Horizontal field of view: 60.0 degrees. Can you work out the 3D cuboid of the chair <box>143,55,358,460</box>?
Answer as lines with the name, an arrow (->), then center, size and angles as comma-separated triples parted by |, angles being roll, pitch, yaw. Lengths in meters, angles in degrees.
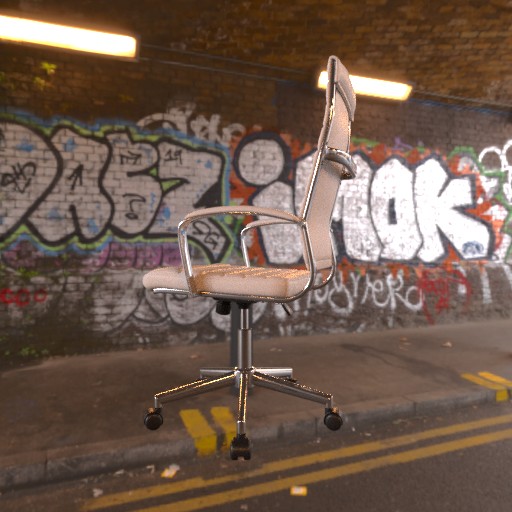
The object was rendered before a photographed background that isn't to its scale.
chair -> 0.000, 0.000, 1.560 | 0.679, 1.149, 0.679 | 0, 1, 18
